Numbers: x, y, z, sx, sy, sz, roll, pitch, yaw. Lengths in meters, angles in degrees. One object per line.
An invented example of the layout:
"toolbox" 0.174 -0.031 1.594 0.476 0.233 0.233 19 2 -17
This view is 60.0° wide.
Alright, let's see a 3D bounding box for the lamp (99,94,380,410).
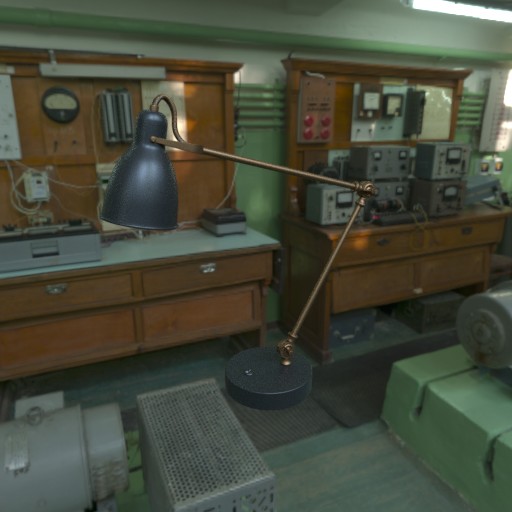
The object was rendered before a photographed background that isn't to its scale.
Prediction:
"lamp" 0.000 0.000 0.862 0.561 0.587 0.187 -8 19 -24
